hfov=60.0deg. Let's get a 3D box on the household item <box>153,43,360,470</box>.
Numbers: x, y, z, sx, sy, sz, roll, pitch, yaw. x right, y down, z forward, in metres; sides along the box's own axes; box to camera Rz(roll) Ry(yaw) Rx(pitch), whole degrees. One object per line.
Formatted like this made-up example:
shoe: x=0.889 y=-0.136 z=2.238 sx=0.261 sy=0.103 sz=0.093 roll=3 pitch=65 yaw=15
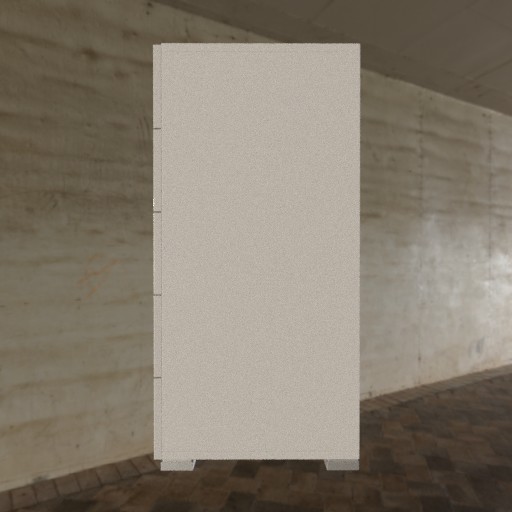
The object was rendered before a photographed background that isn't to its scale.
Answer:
household item: x=0.000 y=0.000 z=1.302 sx=0.420 sy=0.870 sz=0.800 roll=0 pitch=1 yaw=0
